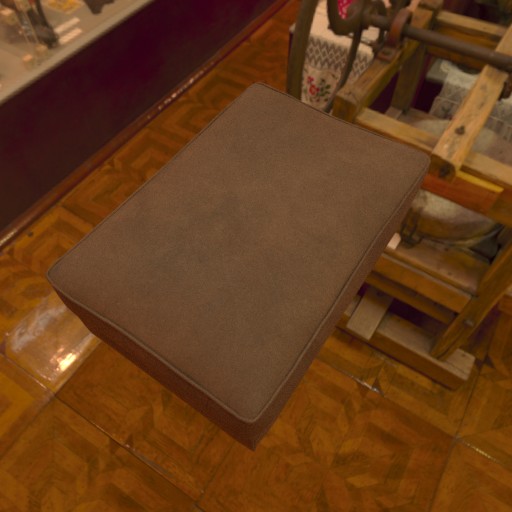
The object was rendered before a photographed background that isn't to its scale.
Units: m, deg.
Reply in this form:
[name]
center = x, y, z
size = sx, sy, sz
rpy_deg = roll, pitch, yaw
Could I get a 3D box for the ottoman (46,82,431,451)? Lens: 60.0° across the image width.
[ottoman]
center = 0.000, 0.000, 1.242
size = 0.596, 0.481, 0.860
rpy_deg = 30, 62, 18
